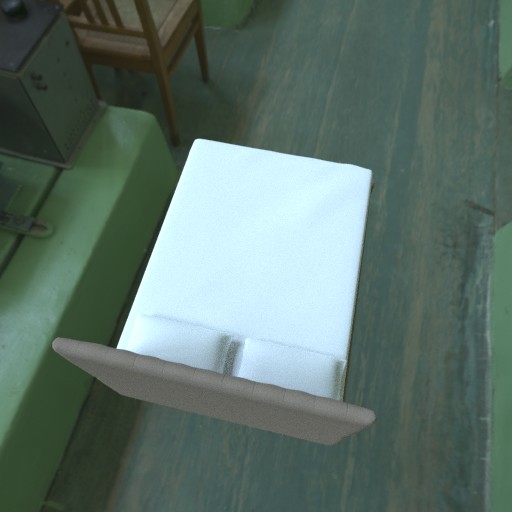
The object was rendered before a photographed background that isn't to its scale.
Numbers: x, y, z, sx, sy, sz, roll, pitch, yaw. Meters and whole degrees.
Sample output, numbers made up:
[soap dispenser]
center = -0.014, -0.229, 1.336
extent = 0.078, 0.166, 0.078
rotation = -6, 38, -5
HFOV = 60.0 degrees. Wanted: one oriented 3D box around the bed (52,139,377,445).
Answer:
[bed]
center = 0.000, 0.000, 3.308
extent = 1.696, 1.426, 2.233
rotation = 12, 64, 6
